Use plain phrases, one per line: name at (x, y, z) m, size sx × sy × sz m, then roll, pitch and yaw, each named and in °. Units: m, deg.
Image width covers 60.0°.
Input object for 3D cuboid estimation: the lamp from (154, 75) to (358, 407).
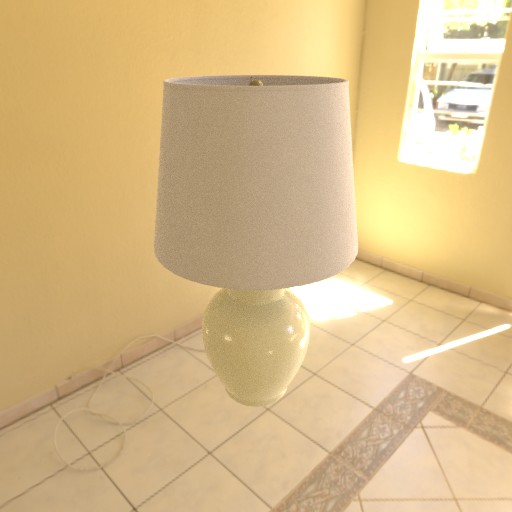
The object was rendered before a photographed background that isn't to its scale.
lamp at (0.000, 0.000, 0.539) m, size 0.239 × 0.399 × 0.239 m, roll 0°, pitch 25°, yaw 0°
